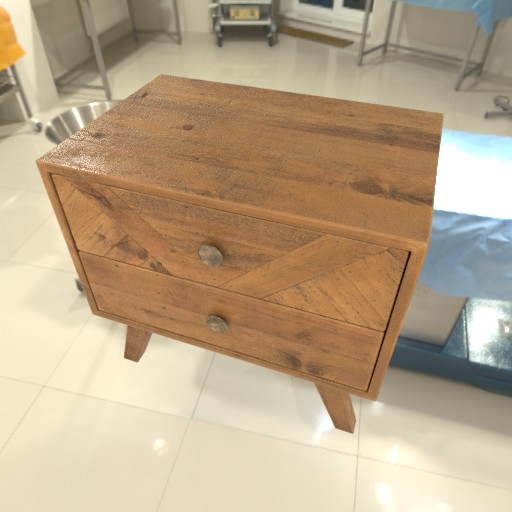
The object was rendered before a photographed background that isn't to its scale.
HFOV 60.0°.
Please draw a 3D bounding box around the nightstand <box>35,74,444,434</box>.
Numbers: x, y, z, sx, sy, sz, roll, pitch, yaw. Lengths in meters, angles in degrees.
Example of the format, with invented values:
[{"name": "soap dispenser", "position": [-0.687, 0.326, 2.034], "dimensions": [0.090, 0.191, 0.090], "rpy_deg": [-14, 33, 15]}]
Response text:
[{"name": "nightstand", "position": [0.000, 0.000, 1.025], "dimensions": [0.650, 0.599, 0.450], "rpy_deg": [14, 44, 15]}]
